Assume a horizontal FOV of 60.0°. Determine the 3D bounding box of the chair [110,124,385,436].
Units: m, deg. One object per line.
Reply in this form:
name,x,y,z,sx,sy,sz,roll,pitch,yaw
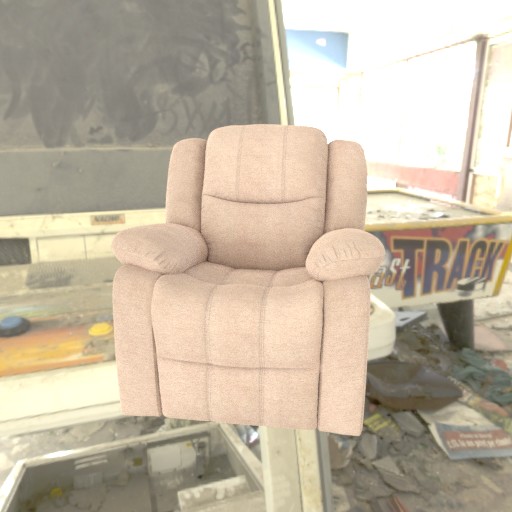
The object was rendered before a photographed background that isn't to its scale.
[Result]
chair,0.000,0.000,1.739,0.899,1.008,0.944,2,15,8
